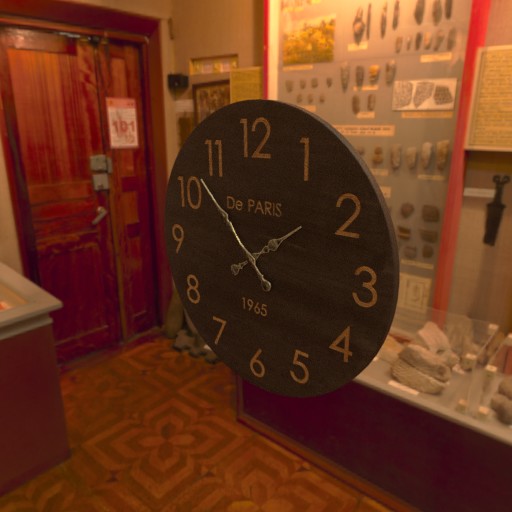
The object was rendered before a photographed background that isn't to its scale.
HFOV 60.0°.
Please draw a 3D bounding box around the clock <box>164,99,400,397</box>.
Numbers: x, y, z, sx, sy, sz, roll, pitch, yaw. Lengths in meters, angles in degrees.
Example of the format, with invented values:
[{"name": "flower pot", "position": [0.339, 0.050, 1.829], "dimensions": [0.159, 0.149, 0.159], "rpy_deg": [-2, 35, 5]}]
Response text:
[{"name": "clock", "position": [0.000, 0.000, 0.893], "dimensions": [0.595, 0.595, 0.029], "rpy_deg": [15, 23, 40]}]
